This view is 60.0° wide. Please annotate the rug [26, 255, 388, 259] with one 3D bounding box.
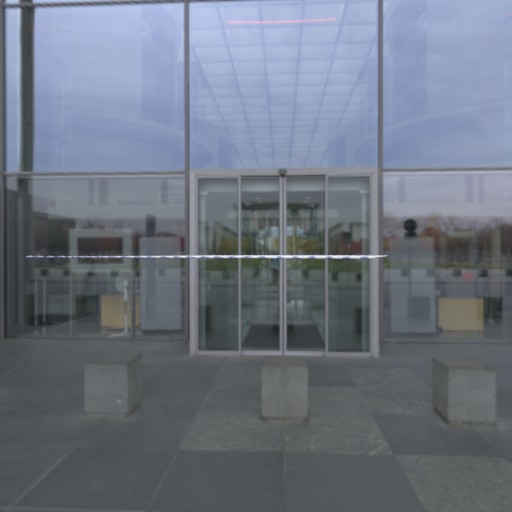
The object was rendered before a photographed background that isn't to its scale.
[{"bbox_3d":[0.000,0.000,4.491,2.471,0.016,3.416,0,0,18],"label":"rug"}]
